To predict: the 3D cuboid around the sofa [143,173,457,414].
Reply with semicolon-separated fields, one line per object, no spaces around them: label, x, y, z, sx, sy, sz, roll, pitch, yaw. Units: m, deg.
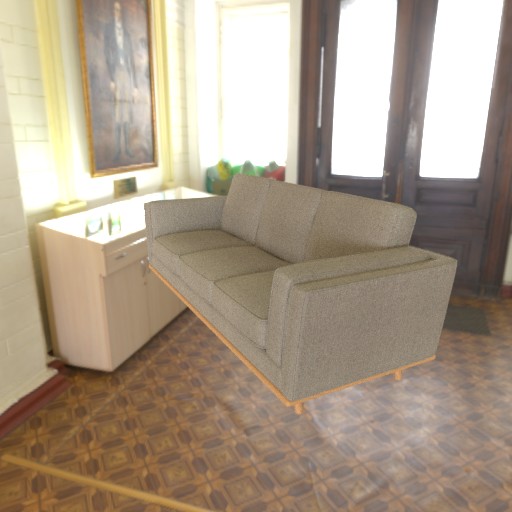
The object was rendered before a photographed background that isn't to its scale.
sofa;0.000;0.000;2.864;0.903;0.899;2.362;-8;18;-27
